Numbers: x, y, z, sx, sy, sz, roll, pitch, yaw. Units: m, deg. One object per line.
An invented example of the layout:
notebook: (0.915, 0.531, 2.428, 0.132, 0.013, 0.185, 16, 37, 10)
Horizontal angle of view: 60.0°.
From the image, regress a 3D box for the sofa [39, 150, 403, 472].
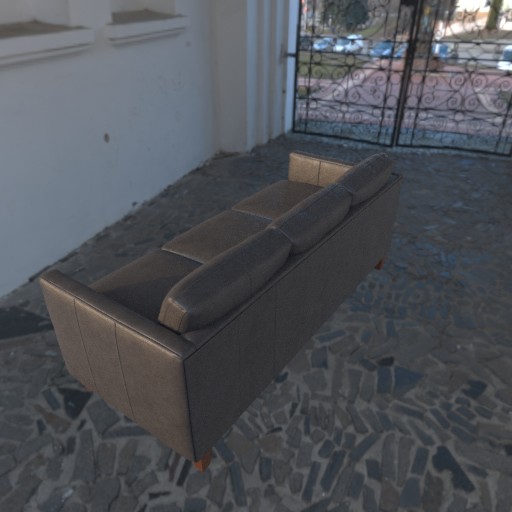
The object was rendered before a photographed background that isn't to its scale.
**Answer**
sofa: (0.000, 0.000, 2.952, 1.045, 1.006, 2.464, 20, 37, 30)
